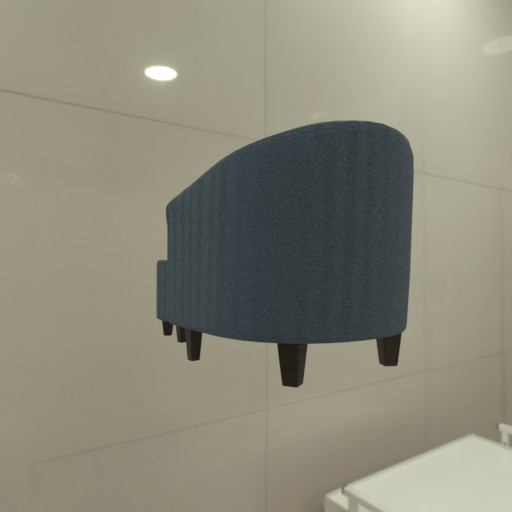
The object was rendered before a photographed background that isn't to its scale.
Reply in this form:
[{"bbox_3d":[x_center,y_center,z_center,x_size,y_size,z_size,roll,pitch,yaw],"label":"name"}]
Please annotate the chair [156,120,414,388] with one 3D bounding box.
[{"bbox_3d":[0.000,0.000,1.791,0.756,0.757,1.288,1,-1,-36],"label":"chair"}]
